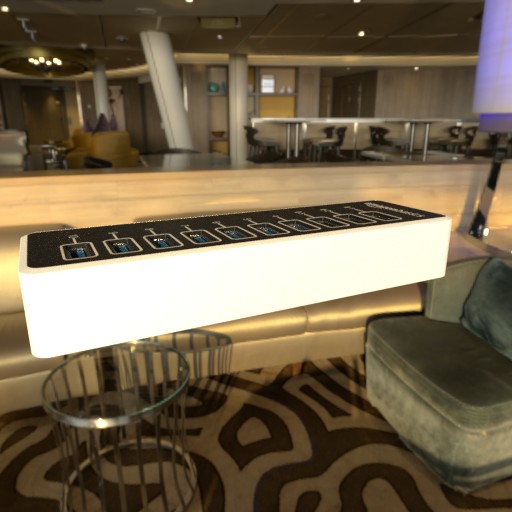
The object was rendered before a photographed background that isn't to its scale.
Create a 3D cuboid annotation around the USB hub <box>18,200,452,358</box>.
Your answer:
[{"bbox_3d":[0.000,0.000,0.155,0.145,0.023,0.044,-8,19,-25],"label":"USB hub"}]
